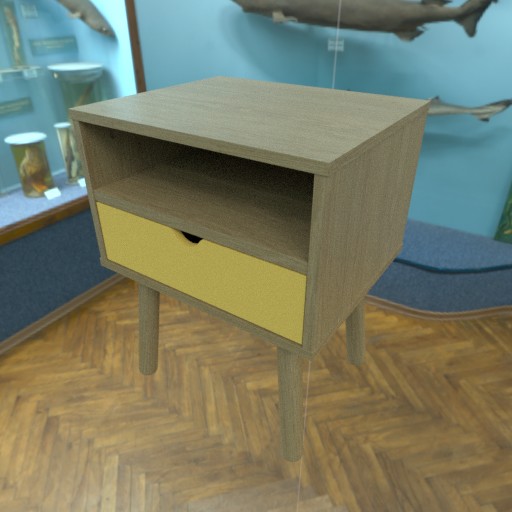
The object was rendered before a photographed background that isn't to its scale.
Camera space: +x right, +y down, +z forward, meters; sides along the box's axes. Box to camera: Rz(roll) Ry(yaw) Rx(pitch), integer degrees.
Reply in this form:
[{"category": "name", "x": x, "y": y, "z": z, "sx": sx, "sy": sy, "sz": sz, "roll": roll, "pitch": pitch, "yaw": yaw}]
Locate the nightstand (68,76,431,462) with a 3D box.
[{"category": "nightstand", "x": 0.000, "y": 0.000, "z": 0.863, "sx": 0.450, "sy": 0.571, "sz": 0.380, "roll": 19, "pitch": 36, "yaw": 29}]
